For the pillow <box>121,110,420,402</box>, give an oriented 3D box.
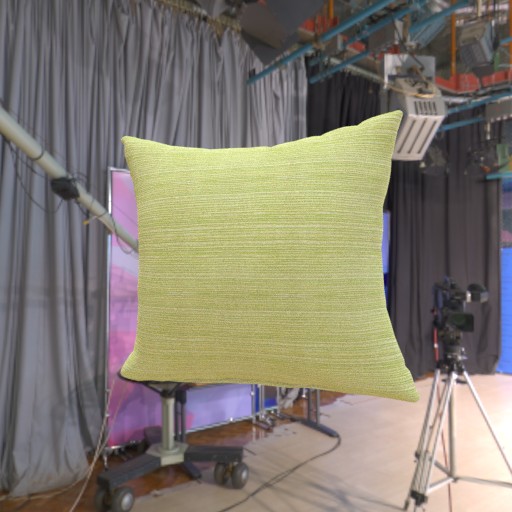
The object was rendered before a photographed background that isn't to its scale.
[{"bbox_3d":[0.000,0.000,0.809,0.560,0.487,0.229,0,-1,16],"label":"pillow"}]
